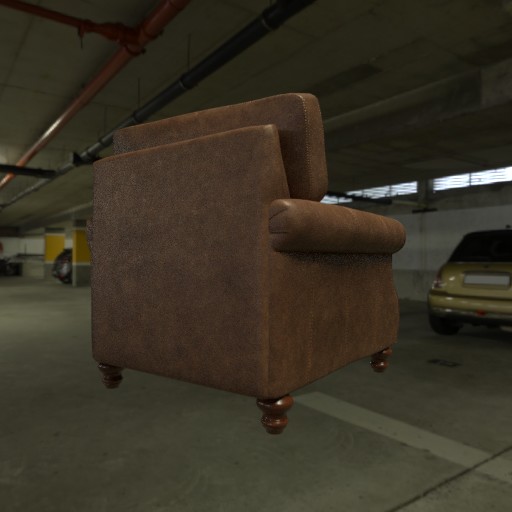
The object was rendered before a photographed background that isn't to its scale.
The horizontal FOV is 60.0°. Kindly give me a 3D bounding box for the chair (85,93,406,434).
[{"bbox_3d":[0.000,0.000,1.766,0.996,0.976,1.002,0,0,36],"label":"chair"}]
